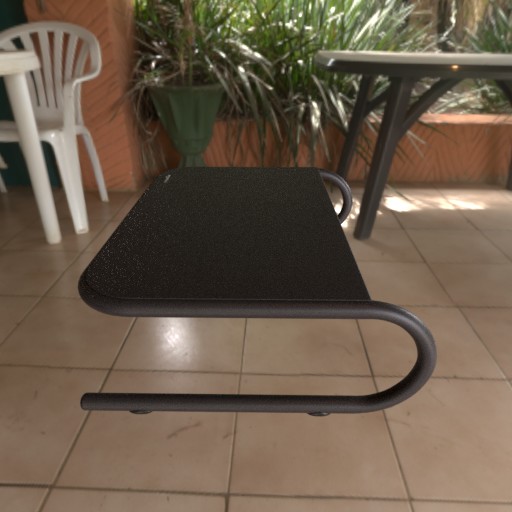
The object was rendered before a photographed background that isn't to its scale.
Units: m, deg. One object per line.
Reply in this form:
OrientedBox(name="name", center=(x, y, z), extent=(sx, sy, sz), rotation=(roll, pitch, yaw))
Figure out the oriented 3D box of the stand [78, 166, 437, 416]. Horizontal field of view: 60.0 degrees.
OrientedBox(name="stand", center=(0.000, 0.000, 0.499), extent=(0.280, 0.108, 0.370), rotation=(0, 26, 1))
